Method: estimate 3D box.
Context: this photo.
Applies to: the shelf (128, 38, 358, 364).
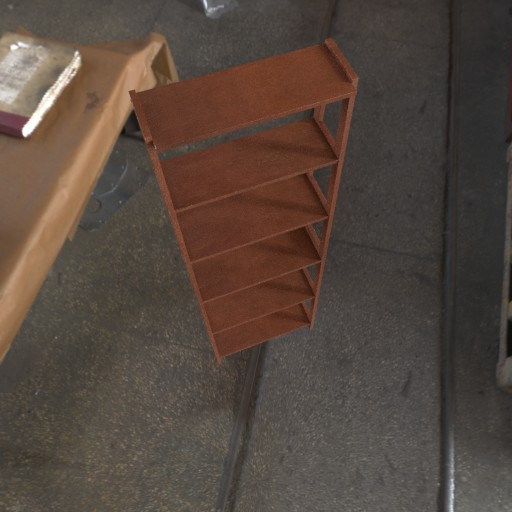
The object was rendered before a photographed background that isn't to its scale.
[{"bbox_3d":[0.000,0.000,2.113,0.660,1.892,0.382,-19,65,-9],"label":"shelf"}]
